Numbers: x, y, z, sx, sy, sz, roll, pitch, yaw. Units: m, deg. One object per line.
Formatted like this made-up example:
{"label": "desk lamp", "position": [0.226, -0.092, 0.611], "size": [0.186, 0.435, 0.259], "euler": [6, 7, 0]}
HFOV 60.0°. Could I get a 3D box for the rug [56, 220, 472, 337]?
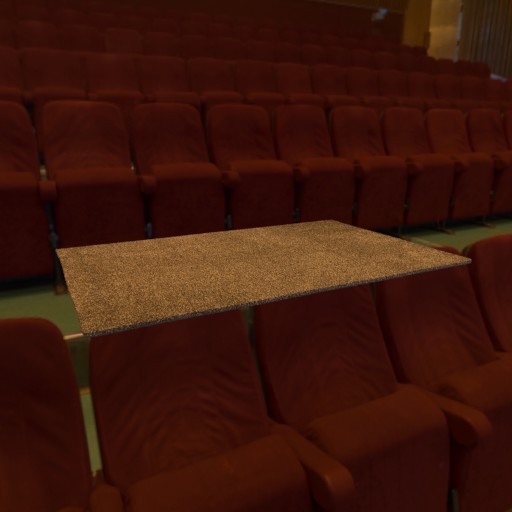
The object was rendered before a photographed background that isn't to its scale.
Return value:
{"label": "rug", "position": [0.000, 0.000, 2.952], "size": [2.352, 0.025, 1.501], "euler": [-8, 18, -26]}
